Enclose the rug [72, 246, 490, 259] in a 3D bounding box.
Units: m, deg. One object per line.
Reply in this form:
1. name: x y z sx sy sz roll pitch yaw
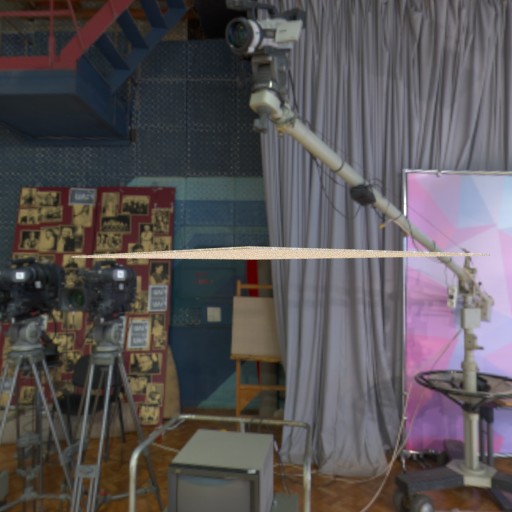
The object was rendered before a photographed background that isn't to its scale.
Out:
1. rug: 0.000 0.000 3.832 2.286 0.013 2.894 1 -1 -37
